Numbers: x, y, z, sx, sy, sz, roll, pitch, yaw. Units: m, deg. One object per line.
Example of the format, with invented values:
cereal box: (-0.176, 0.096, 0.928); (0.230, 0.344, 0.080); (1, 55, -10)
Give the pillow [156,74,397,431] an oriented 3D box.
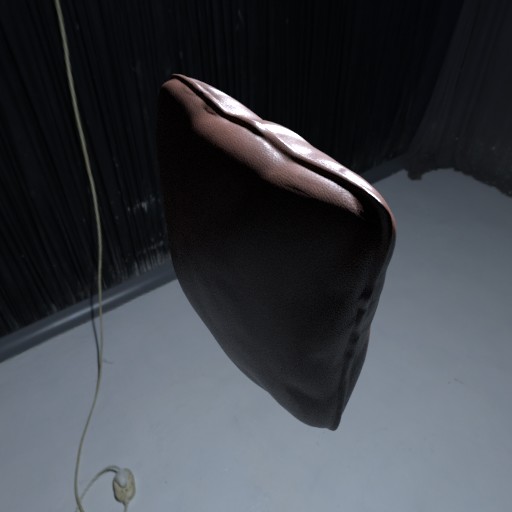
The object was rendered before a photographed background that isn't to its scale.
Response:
pillow: (0.000, 0.000, 0.801); (0.236, 0.523, 0.532); (-25, 48, -26)
